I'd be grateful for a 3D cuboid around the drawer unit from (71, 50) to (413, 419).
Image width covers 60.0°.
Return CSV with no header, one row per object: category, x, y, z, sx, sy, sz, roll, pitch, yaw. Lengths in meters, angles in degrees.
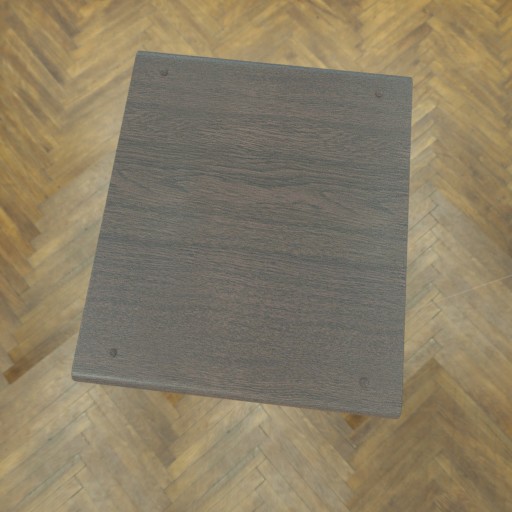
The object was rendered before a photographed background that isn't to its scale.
drawer unit,0.000,0.000,0.589,0.290,0.344,0.344,6,76,2
